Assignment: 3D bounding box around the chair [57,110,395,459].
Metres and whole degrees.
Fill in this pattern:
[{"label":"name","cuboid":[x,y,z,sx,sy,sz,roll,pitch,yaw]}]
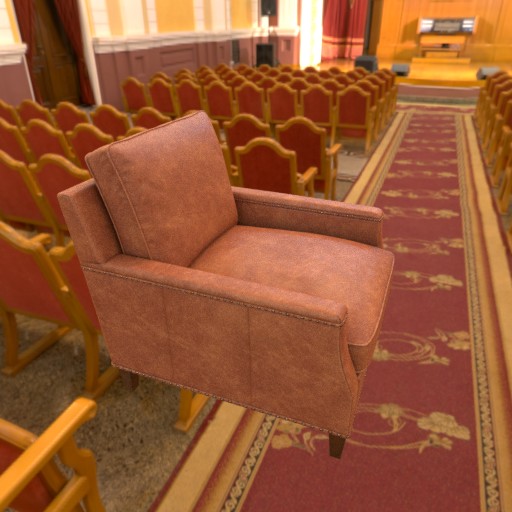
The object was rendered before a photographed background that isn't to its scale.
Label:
[{"label":"chair","cuboid":[0.000,0.000,1.714,1.014,0.943,0.853,11,30,19]}]
